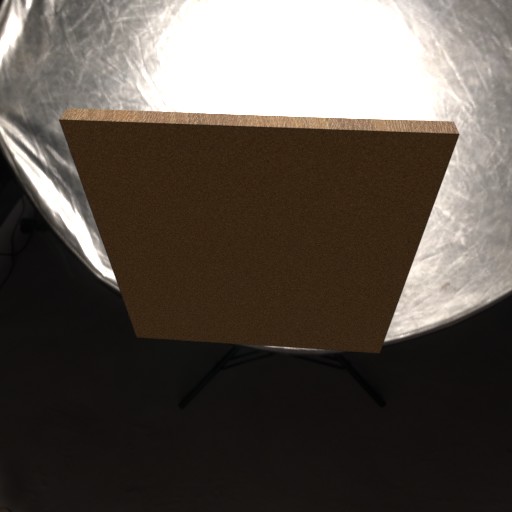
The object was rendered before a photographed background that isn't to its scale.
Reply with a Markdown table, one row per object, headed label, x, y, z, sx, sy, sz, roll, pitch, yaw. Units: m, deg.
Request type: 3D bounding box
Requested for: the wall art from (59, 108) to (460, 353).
| label | x | y | z | sx | sy | sz | roll | pitch | yaw |
| --- | --- | --- | --- | --- | --- | --- | --- | --- | --- |
| wall art | 0.000 | 0.000 | 0.899 | 0.611 | 0.608 | 0.042 | 3 | 47 | 3 |
